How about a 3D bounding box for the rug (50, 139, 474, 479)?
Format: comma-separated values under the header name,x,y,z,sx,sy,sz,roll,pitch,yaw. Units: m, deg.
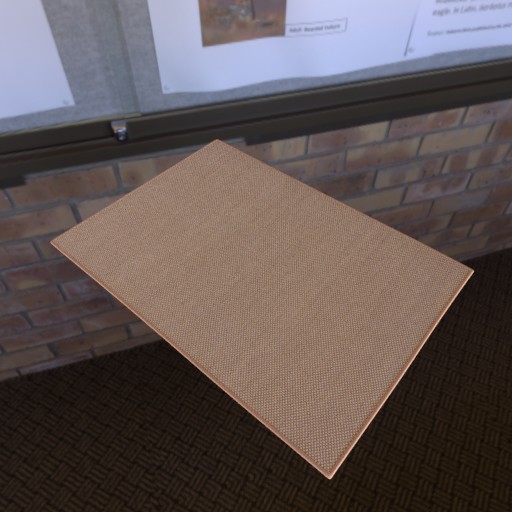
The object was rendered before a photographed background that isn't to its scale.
name,x,y,z,sx,sy,sz,roll,pitch,yaw
rug,0.000,0.000,2.719,2.134,0.013,1.524,33,56,26
